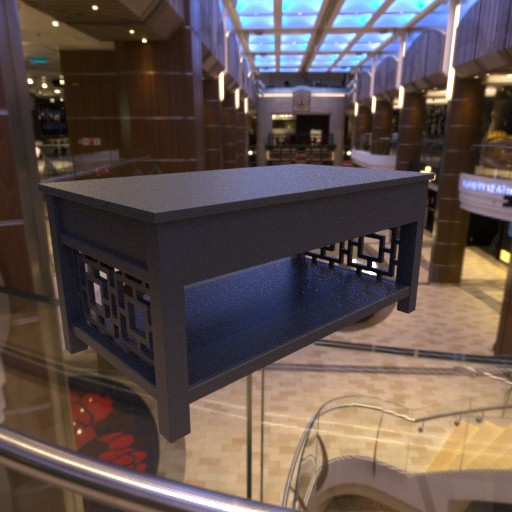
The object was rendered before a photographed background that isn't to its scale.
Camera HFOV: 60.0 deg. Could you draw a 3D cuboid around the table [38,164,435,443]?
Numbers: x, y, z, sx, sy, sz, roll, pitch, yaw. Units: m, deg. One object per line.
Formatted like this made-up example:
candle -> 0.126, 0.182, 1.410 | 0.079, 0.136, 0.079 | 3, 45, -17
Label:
table -> 0.000, 0.000, 1.411 | 1.068, 0.493, 0.612 | -14, 21, -41
